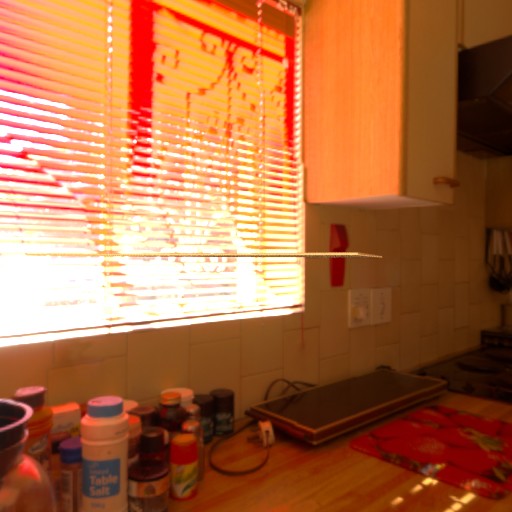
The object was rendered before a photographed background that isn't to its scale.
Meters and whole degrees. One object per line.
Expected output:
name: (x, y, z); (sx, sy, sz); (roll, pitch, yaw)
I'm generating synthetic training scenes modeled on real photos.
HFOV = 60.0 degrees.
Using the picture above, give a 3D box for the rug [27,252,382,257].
rug: (0.000, 0.000, 2.345); (1.220, 0.007, 1.828); (0, 0, 18)
